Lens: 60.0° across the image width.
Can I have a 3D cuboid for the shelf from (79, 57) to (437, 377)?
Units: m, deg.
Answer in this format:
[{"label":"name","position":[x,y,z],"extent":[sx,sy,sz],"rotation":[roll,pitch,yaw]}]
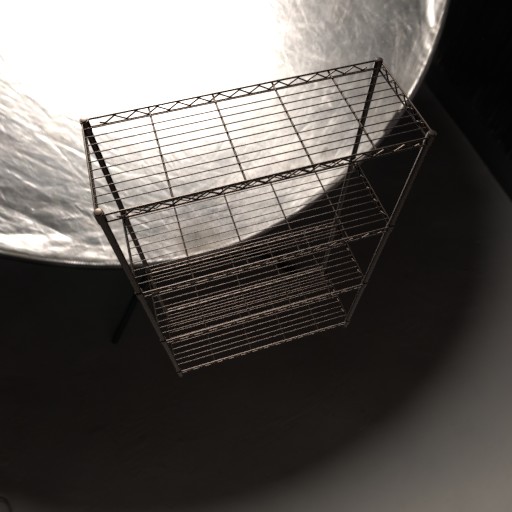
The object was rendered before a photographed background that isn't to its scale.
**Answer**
[{"label":"shelf","position":[0.000,0.000,1.776],"extent":[0.907,1.361,0.352],"rotation":[-15,60,-9]}]
